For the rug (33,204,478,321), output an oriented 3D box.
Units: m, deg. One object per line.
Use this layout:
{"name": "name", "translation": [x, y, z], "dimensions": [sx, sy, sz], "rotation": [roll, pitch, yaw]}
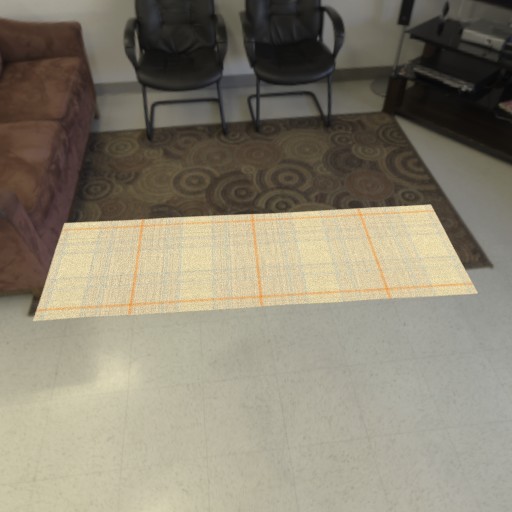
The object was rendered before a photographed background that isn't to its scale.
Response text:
{"name": "rug", "translation": [0.000, 0.000, 2.686], "dimensions": [2.442, 0.016, 0.770], "rotation": [-3, 47, -3]}
